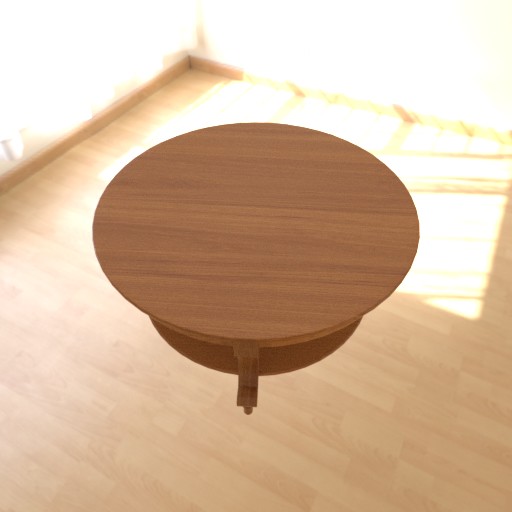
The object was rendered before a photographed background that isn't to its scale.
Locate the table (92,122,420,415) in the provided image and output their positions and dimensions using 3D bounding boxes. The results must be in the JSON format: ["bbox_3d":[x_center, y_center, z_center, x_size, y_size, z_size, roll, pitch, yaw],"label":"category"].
[{"bbox_3d":[0.000,0.000,1.603,1.029,0.490,1.029,0,46,0],"label":"table"}]
